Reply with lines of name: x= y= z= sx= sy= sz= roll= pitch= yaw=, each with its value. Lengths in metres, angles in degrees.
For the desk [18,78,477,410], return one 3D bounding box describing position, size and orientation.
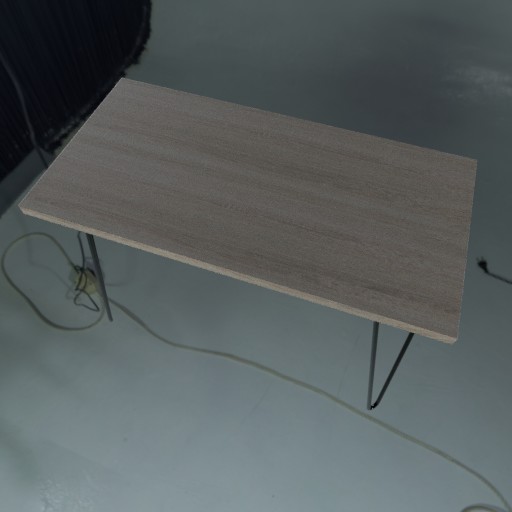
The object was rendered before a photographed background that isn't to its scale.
desk: x=0.000 y=0.000 z=1.341 sx=0.991 sy=0.660 sz=0.499 roll=16 pitch=59 yaw=10
